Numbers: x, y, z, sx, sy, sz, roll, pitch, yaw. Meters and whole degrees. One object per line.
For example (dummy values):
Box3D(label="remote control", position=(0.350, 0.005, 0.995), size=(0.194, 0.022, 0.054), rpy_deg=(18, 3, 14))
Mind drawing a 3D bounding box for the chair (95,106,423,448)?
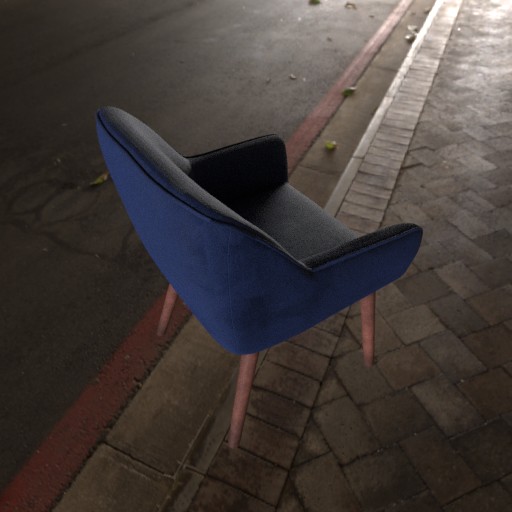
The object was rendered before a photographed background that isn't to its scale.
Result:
Box3D(label="chair", position=(0.000, 0.000, 1.216), size=(0.600, 0.820, 0.600), rpy_deg=(-24, 47, -25))
